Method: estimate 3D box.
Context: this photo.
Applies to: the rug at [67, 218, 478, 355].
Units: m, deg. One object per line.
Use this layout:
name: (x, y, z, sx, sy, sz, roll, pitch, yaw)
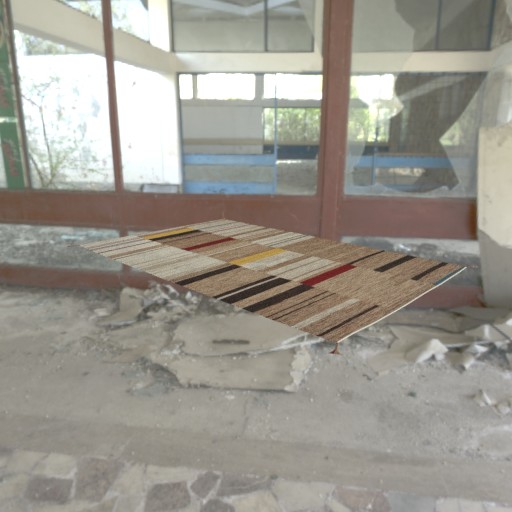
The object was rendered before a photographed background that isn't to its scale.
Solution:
rug: (0.000, 0.000, 2.398, 1.918, 0.007, 1.268, 15, 21, 42)
